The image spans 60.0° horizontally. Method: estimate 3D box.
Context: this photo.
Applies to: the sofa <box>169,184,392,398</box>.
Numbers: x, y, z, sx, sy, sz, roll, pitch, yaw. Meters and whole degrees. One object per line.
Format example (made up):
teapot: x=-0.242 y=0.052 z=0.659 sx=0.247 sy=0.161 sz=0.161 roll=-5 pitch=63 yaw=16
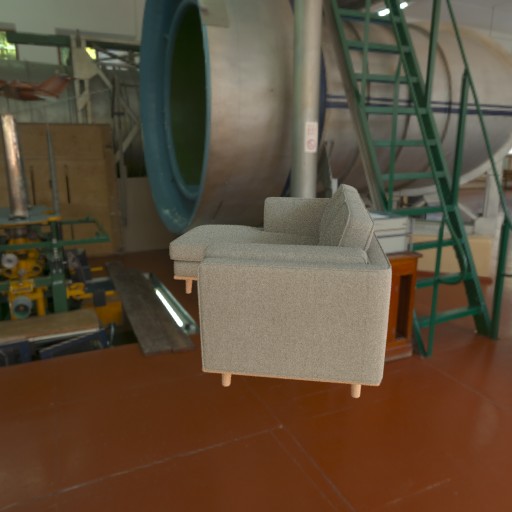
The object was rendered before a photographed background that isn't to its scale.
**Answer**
sofa: x=0.000 y=0.000 z=3.230 sx=1.604 sy=0.929 sz=2.411 roll=2 pitch=14 yaw=9
